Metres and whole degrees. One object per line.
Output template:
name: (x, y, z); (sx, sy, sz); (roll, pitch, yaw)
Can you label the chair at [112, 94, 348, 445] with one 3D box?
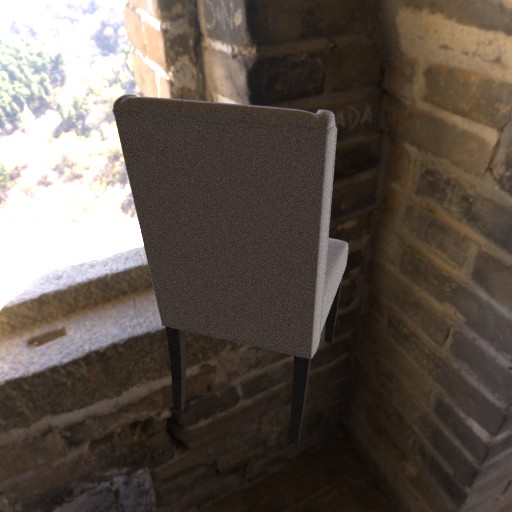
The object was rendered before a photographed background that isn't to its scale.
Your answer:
chair: (0.000, 0.000, 1.262); (0.474, 0.961, 0.523); (10, 34, 15)
